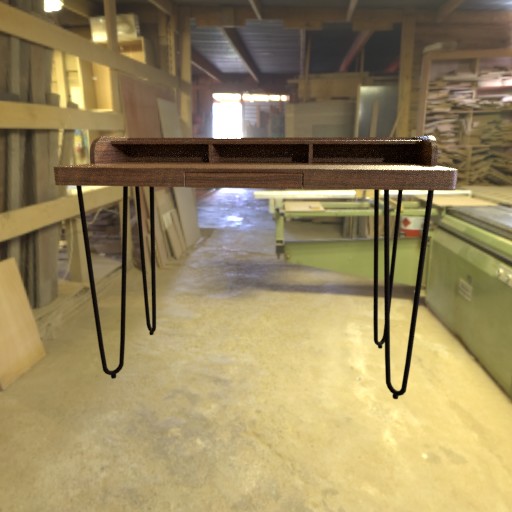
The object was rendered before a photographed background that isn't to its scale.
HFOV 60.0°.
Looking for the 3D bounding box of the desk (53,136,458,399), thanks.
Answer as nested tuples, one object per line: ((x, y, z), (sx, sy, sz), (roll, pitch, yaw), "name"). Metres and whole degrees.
((0.000, 0.000, 1.634), (1.200, 0.854, 0.565), (2, 14, 8), "desk")
